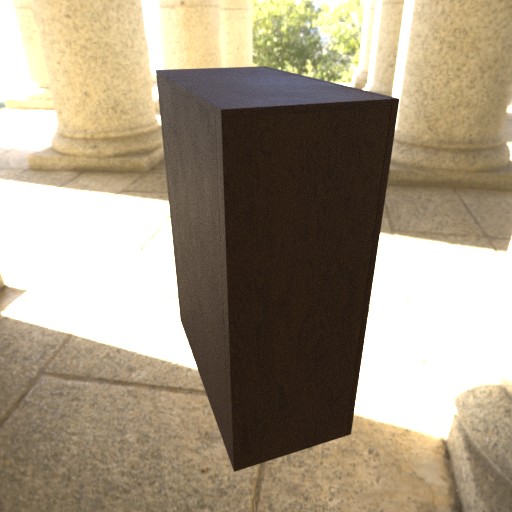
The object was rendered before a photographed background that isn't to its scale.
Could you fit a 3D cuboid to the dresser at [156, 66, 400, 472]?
[{"bbox_3d":[0.000,0.000,1.784,0.516,1.320,0.964,-10,29,-18],"label":"dresser"}]
